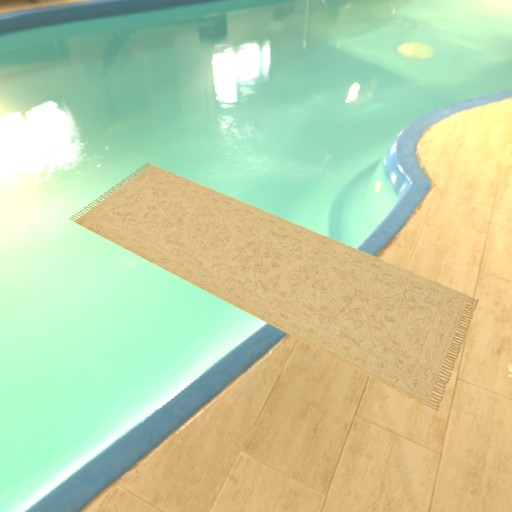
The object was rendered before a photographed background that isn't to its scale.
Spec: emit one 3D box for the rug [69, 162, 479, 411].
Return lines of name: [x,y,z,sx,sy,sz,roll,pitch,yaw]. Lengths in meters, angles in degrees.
rug: [0.000,0.000,2.797,2.544,0.015,0.795,25,51,22]
